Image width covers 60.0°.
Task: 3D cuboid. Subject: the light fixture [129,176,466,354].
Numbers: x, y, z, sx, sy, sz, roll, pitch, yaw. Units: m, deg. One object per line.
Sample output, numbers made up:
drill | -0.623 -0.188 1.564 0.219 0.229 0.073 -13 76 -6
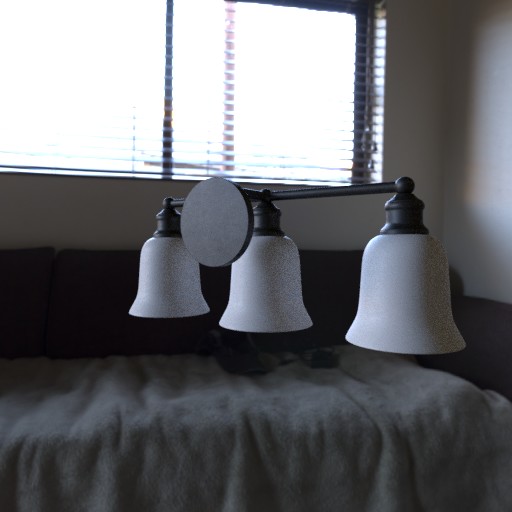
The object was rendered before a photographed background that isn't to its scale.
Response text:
light fixture | 0.000 0.000 0.666 0.570 0.211 0.198 1 2 35
